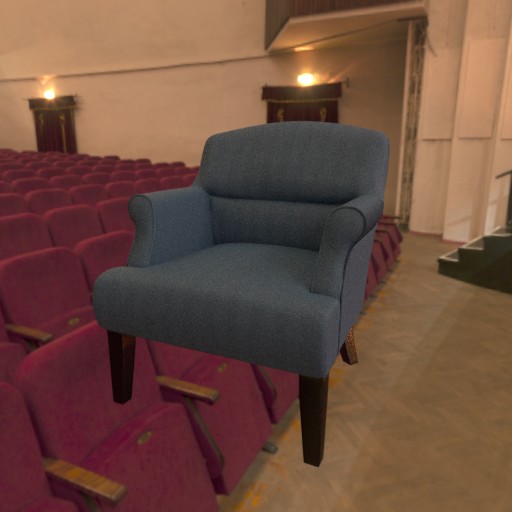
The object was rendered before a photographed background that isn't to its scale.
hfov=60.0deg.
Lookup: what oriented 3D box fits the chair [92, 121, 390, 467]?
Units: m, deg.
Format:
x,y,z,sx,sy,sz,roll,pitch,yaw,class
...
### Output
x,y,z,sx,sy,sz,roll,pitch,yaw,class
0.000,0.000,1.451,0.770,0.878,0.754,7,15,25,chair
